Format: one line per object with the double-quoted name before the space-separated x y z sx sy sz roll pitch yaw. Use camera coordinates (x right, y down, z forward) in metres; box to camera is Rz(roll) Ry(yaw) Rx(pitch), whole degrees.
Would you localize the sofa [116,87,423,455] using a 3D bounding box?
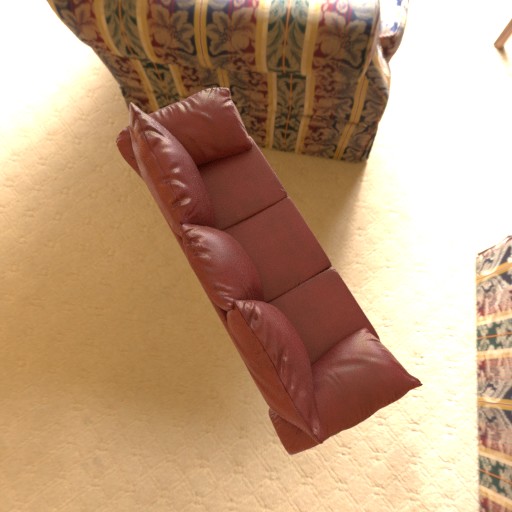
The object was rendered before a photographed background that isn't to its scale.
"sofa" 0.000 0.000 2.948 0.907 1.091 2.390 -29 77 -8
